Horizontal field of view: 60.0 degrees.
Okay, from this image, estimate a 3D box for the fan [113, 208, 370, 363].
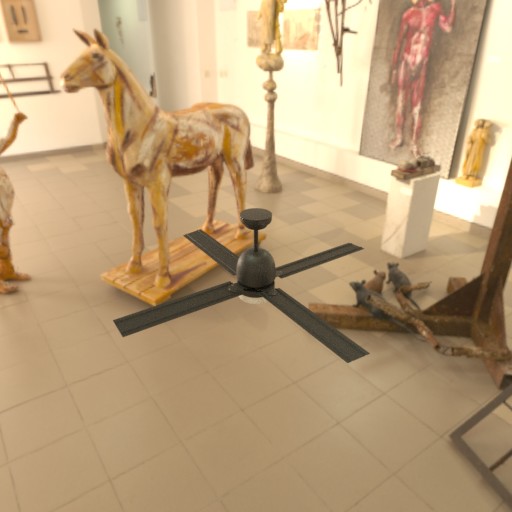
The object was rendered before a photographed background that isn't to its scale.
[{"bbox_3d":[0.000,0.000,2.013,1.319,0.410,1.319,-18,33,-31],"label":"fan"}]
